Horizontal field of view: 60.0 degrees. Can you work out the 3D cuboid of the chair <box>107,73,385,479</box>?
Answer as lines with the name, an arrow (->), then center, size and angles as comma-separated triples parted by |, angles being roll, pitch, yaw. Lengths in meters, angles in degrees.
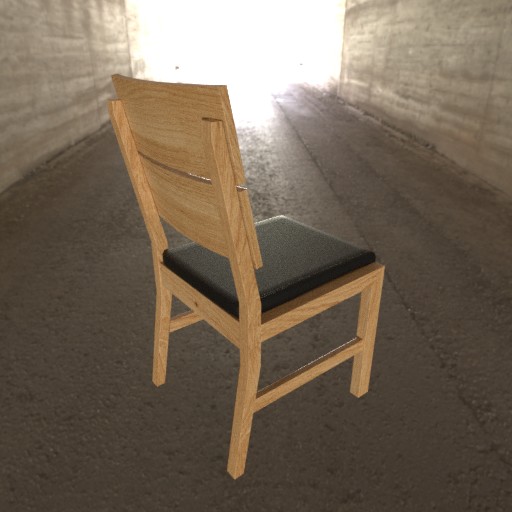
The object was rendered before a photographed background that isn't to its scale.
chair -> 0.000, 0.000, 1.251 | 0.569, 0.950, 0.475 | -18, 31, -34
